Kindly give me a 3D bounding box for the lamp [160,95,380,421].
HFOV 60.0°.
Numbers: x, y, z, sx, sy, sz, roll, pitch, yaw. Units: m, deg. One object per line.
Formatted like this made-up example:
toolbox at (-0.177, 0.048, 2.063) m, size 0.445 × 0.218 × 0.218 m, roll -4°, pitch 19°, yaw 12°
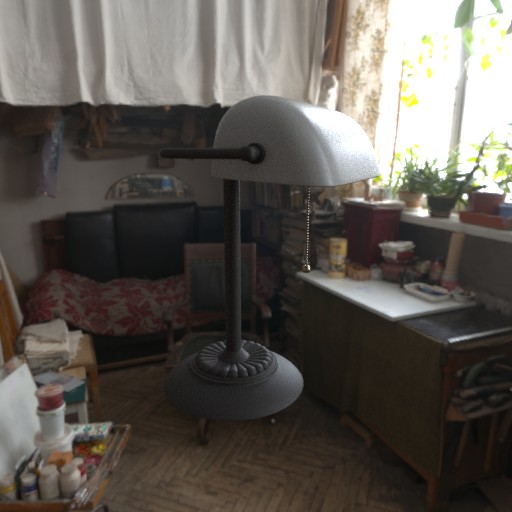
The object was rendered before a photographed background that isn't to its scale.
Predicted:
lamp at (0.000, 0.000, 0.521) m, size 0.243 × 0.339 × 0.264 m, roll 7°, pitch 15°, yaw 26°
